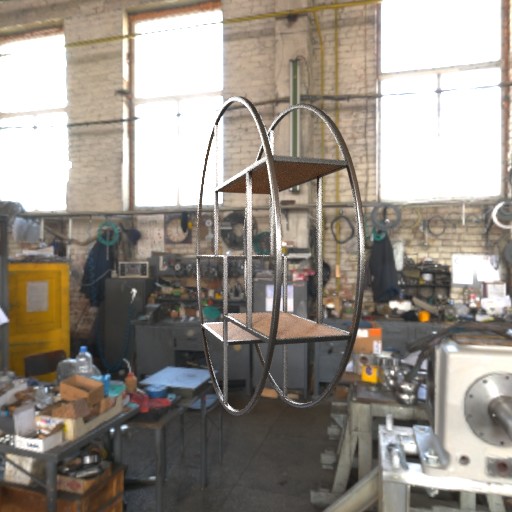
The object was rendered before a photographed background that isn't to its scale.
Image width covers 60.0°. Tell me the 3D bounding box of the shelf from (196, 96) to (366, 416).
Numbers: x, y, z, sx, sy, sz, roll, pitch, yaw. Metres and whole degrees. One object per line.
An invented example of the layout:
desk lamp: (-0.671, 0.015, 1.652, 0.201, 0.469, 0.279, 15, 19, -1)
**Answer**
shelf: (0.000, 0.000, 1.330, 0.202, 0.888, 0.888, 0, 0, -18)
